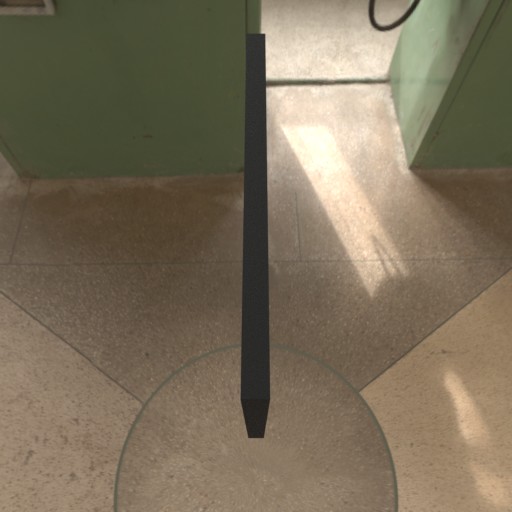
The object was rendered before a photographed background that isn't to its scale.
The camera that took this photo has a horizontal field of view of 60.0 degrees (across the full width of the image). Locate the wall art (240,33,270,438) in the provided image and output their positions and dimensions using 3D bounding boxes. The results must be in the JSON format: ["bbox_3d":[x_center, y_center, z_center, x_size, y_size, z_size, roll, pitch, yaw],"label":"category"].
[{"bbox_3d":[0.000,0.000,0.779,0.031,0.457,0.558,0,63,0],"label":"wall art"}]
